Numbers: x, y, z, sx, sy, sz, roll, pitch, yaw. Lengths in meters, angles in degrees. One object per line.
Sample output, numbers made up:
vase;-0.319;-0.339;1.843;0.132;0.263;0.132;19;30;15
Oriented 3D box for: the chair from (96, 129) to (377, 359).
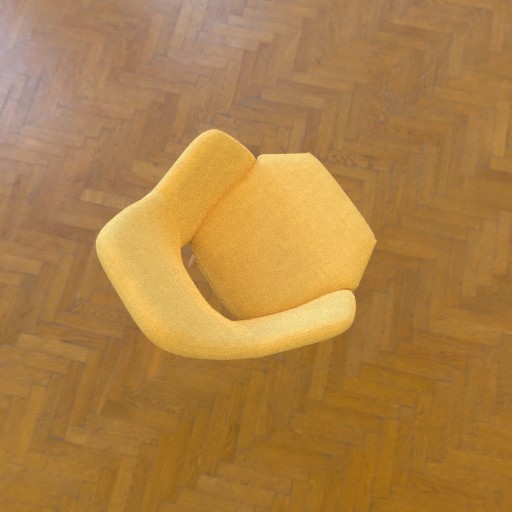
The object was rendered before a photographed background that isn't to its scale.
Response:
chair;0.000;0.000;1.249;0.610;0.840;0.590;-33;79;-7
